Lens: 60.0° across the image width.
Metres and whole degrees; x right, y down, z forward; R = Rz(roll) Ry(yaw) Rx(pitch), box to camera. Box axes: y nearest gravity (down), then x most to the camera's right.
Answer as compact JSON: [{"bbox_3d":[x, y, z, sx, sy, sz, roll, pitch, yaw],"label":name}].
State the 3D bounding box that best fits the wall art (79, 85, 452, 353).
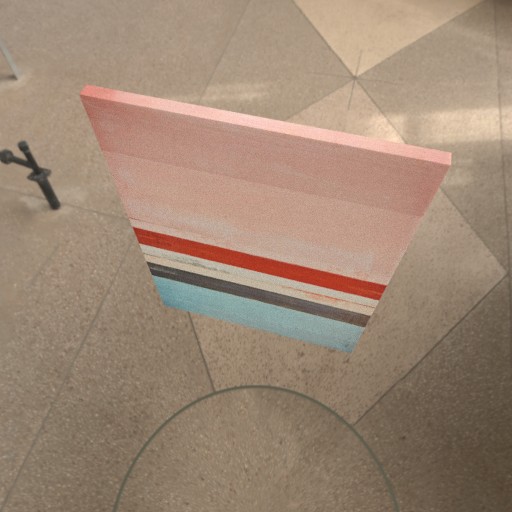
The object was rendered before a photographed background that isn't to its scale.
[{"bbox_3d":[0.000,0.000,1.317,0.761,1.016,0.039,13,59,8],"label":"wall art"}]
